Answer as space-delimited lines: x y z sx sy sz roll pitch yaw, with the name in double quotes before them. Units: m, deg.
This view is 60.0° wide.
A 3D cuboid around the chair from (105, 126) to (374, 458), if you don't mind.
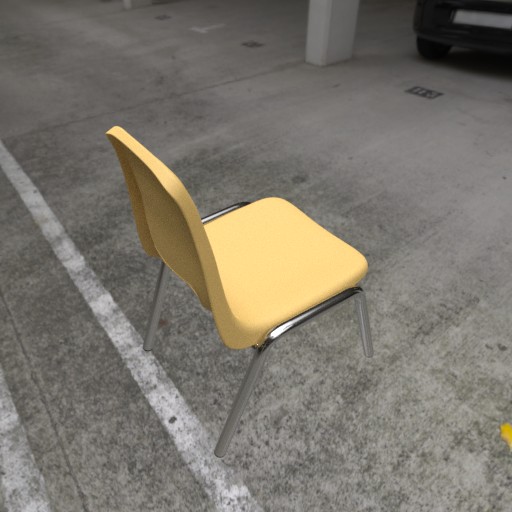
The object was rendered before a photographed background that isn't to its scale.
"chair" 0.000 0.000 0.841 0.423 0.586 0.354 -26 48 -27
